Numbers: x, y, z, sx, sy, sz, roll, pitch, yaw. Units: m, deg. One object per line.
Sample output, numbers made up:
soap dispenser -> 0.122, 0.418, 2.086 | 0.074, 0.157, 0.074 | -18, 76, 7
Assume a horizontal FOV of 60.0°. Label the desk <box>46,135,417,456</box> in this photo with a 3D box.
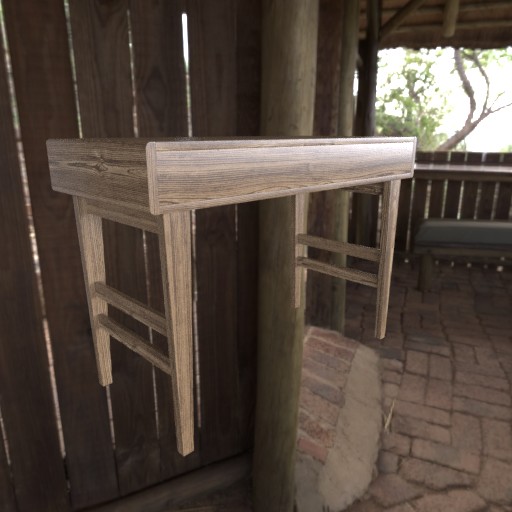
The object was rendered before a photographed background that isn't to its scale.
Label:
desk -> 0.000, 0.000, 1.462 | 1.067, 0.755, 0.508 | -15, 21, -42
